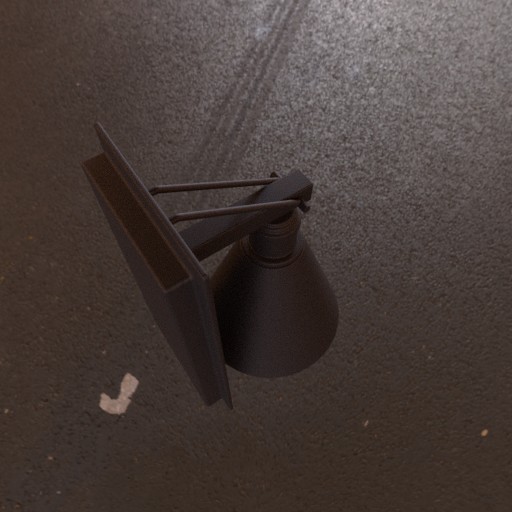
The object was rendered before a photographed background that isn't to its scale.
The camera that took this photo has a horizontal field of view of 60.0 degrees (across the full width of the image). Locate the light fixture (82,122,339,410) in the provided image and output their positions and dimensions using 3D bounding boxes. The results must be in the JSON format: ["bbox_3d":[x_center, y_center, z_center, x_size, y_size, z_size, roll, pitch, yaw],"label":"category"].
[{"bbox_3d":[0.000,0.000,0.418,0.207,0.298,0.170,-30,63,-17],"label":"light fixture"}]
